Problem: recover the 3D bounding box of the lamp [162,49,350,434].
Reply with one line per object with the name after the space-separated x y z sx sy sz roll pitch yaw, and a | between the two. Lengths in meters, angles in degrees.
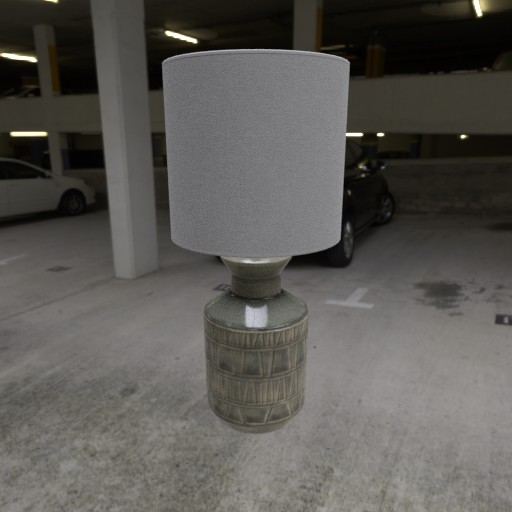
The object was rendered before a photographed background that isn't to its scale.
0.000 0.000 0.571 0.211 0.455 0.211 8 18 28 | lamp
